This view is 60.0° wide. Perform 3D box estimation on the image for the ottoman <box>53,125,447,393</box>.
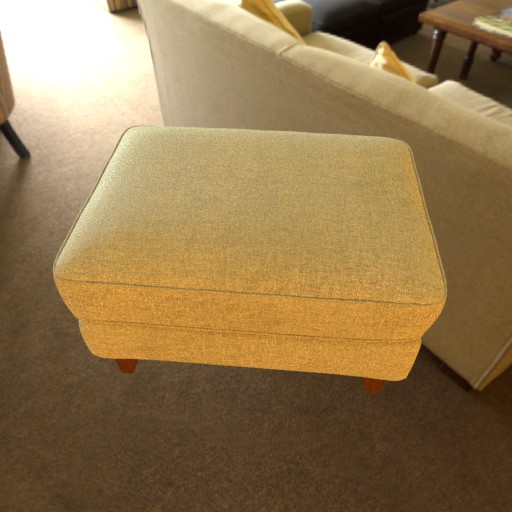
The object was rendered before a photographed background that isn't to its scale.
[{"bbox_3d":[0.000,0.000,1.316,0.889,0.561,0.661,4,47,3],"label":"ottoman"}]
